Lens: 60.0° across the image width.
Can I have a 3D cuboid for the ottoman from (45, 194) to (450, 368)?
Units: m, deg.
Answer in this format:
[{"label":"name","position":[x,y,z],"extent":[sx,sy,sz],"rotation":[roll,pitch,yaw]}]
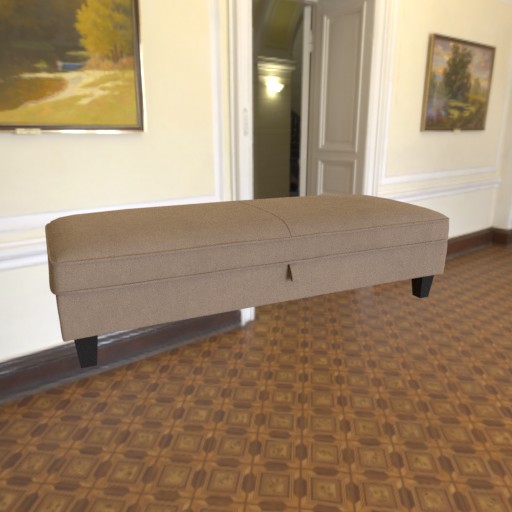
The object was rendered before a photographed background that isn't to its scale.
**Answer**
[{"label":"ottoman","position":[0.000,0.000,2.036],"extent":[1.726,0.460,0.735],"rotation":[-7,17,-24]}]
